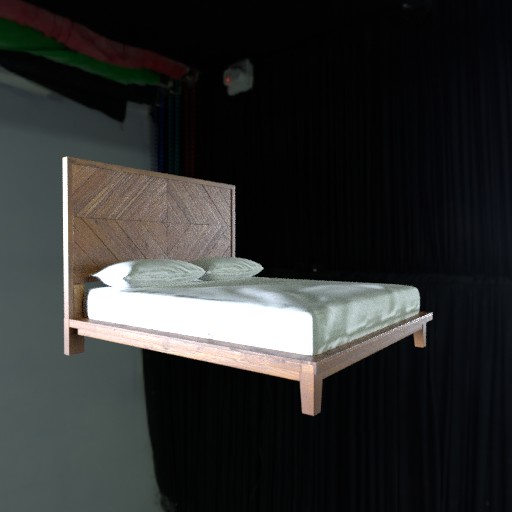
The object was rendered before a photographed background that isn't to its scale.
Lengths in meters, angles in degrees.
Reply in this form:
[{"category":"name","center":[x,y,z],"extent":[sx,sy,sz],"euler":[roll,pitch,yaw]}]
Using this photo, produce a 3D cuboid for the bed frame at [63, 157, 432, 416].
[{"category":"bed frame","center":[0.000,0.000,3.616],"extent":[2.235,1.537,2.038],"euler":[1,2,37]}]
